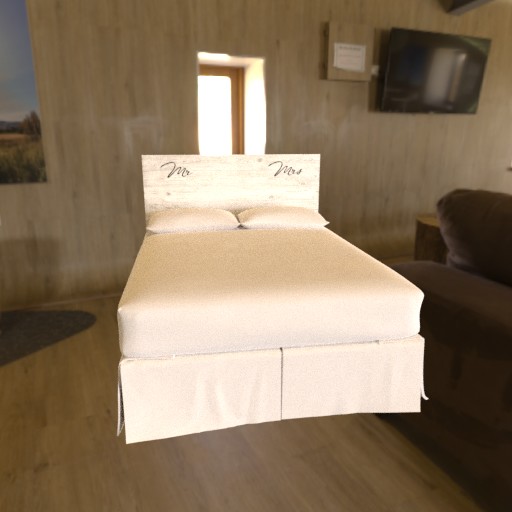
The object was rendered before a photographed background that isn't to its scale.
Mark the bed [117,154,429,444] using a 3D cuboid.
[{"bbox_3d":[0.000,0.000,3.155,1.745,1.335,2.094,-2,15,-9],"label":"bed"}]
